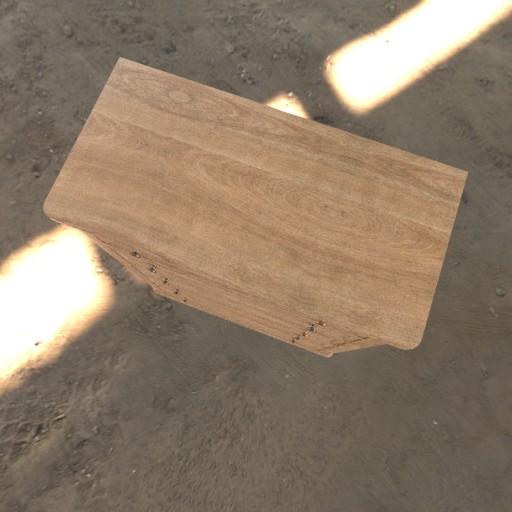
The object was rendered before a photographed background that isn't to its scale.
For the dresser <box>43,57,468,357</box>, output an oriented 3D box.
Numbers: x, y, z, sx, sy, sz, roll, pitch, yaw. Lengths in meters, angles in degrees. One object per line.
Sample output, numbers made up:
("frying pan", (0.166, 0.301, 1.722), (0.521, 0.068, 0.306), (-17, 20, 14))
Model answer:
("dresser", (0.000, 0.000, 1.753), (0.973, 1.318, 0.484), (20, 77, 5))
